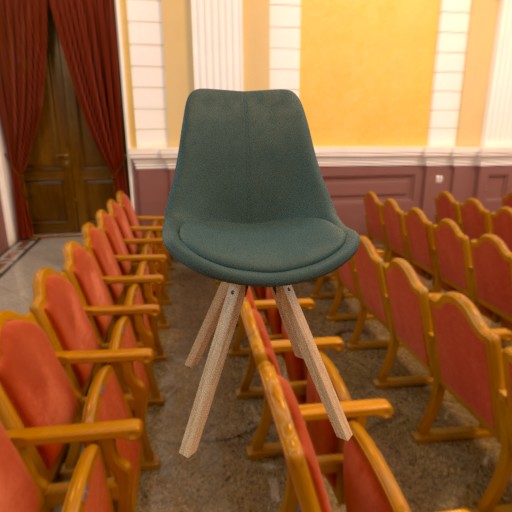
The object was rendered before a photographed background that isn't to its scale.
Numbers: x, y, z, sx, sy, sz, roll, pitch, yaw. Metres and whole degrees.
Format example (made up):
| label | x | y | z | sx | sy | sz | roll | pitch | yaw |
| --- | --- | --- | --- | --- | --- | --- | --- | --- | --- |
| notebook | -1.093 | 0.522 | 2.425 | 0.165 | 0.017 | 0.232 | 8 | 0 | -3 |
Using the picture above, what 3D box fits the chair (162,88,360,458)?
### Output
| label | x | y | z | sx | sy | sz | roll | pitch | yaw |
| --- | --- | --- | --- | --- | --- | --- | --- | --- | --- |
| chair | 0.000 | 0.000 | 1.180 | 0.483 | 0.865 | 0.547 | -3 | 17 | -8 |
